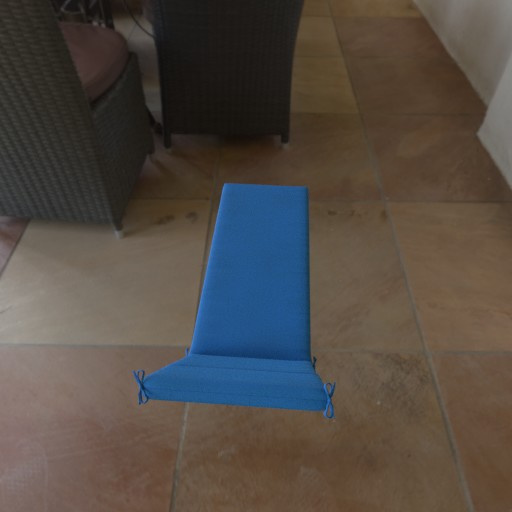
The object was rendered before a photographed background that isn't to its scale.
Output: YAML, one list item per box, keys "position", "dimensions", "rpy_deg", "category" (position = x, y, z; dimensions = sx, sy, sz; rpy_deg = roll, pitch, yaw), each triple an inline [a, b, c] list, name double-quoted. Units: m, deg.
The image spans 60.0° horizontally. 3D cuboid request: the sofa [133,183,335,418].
- position: [0.000, 0.000, 1.954]
  dimensions: [0.582, 0.622, 1.663]
  rpy_deg: [3, 47, 3]
  category: "sofa"
